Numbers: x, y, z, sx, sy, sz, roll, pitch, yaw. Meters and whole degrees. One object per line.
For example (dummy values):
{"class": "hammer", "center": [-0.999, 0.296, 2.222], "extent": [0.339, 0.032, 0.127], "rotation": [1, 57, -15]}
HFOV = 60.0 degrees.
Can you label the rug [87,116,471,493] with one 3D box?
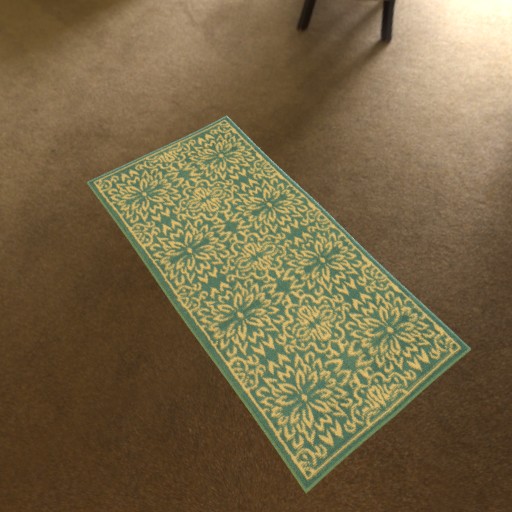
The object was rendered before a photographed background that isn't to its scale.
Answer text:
{"class": "rug", "center": [0.000, 0.000, 1.412], "extent": [0.604, 0.007, 1.219], "rotation": [-32, 63, -19]}
